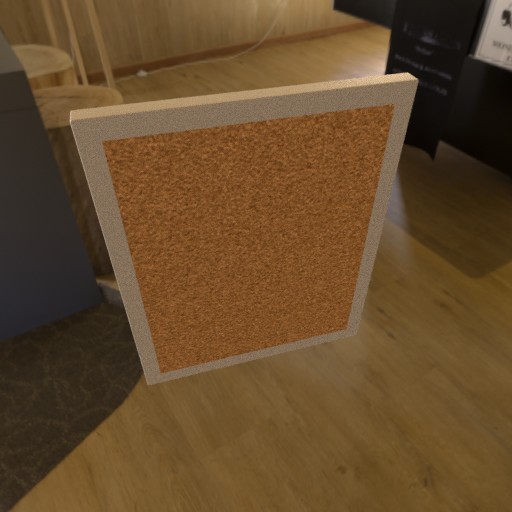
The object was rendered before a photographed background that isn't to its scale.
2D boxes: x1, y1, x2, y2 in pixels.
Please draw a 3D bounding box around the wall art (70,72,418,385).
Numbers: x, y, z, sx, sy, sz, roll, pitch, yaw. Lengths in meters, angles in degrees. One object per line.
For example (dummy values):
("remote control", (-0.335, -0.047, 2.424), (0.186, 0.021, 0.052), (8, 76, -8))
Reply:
("wall art", (0.000, 0.000, 0.751), (0.454, 0.556, 0.028), (-11, 43, -12))
